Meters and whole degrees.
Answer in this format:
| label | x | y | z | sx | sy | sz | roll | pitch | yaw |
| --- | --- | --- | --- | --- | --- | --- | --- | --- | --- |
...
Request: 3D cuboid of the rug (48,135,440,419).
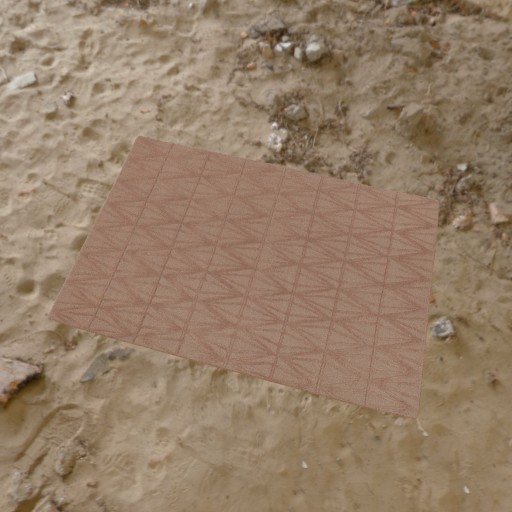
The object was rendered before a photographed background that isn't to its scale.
| label | x | y | z | sx | sy | sz | roll | pitch | yaw |
| --- | --- | --- | --- | --- | --- | --- | --- | --- | --- |
| rug | 0.000 | 0.000 | 2.356 | 1.837 | 0.025 | 1.230 | 14 | 64 | 7 |
